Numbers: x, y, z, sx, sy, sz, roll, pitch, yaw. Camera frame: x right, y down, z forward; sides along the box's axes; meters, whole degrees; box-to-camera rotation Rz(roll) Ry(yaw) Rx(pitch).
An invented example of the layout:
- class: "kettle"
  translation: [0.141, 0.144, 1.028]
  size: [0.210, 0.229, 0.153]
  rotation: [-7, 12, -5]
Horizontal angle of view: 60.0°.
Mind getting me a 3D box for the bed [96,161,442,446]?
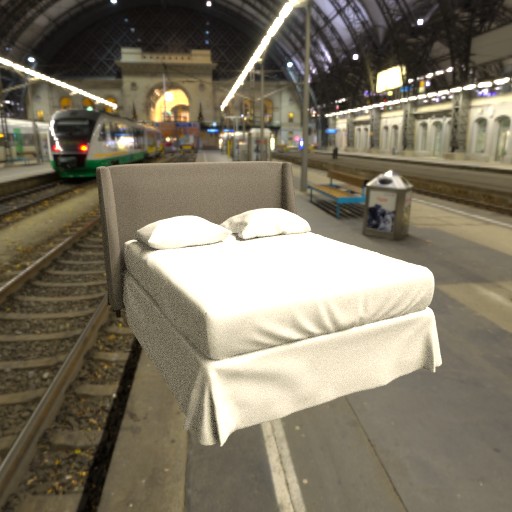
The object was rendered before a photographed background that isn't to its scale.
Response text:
- class: "bed"
  translation: [0.000, 0.000, 3.418]
  size: [1.925, 1.332, 2.276]
  rotation: [-8, 16, -27]
